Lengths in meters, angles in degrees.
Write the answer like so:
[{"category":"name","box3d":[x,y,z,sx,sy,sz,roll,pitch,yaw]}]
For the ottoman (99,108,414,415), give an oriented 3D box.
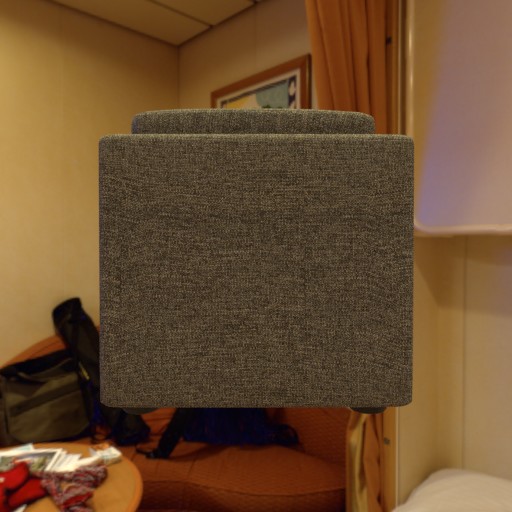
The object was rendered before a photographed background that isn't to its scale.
[{"category":"ottoman","box3d":[0.000,0.000,0.842,0.450,0.460,0.450,0,1,0]}]
